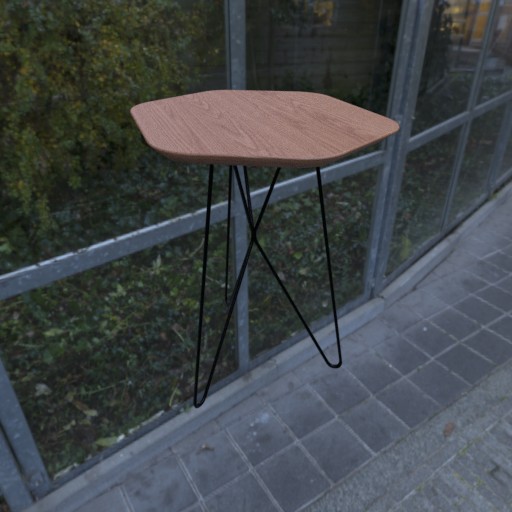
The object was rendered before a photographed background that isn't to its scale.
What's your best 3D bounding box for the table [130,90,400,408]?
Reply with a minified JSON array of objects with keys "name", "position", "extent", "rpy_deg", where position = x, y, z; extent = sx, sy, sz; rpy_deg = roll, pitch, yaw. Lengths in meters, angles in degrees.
[{"name":"table","position":[0.000,0.000,0.902],"extent":[0.400,0.562,0.500],"rpy_deg":[-11,32,-18]}]
